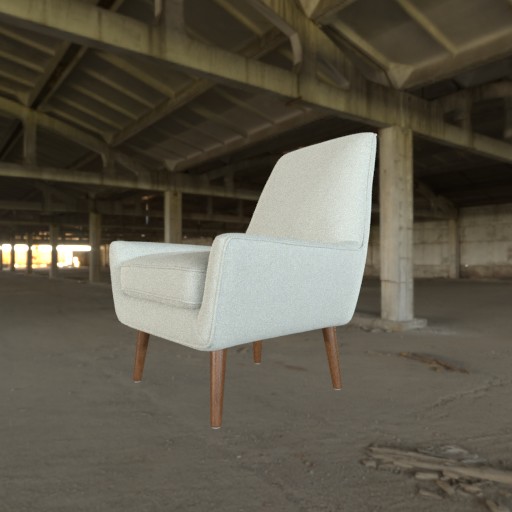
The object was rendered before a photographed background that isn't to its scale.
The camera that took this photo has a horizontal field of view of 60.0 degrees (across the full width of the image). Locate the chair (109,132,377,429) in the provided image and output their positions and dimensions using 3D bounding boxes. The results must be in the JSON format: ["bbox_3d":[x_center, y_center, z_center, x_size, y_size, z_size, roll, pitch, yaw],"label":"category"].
[{"bbox_3d":[0.000,0.000,1.549,0.822,0.888,0.787,0,0,-37],"label":"chair"}]
